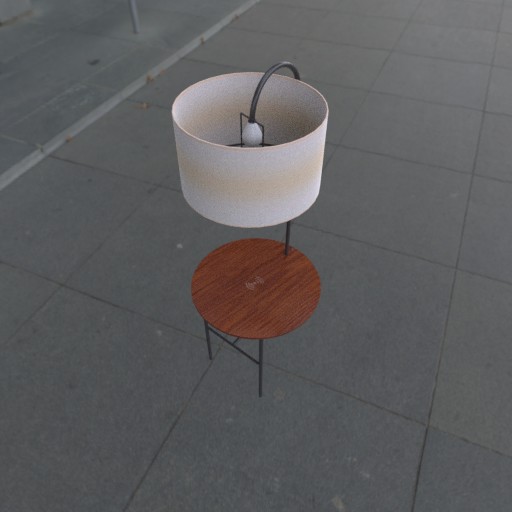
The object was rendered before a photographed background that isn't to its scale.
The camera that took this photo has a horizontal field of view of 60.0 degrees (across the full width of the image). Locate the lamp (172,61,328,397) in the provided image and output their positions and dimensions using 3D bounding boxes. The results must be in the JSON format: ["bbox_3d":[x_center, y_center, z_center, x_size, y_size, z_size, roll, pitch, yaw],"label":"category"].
[{"bbox_3d":[0.000,0.000,1.838,0.573,1.517,0.573,0,46,0],"label":"lamp"}]
